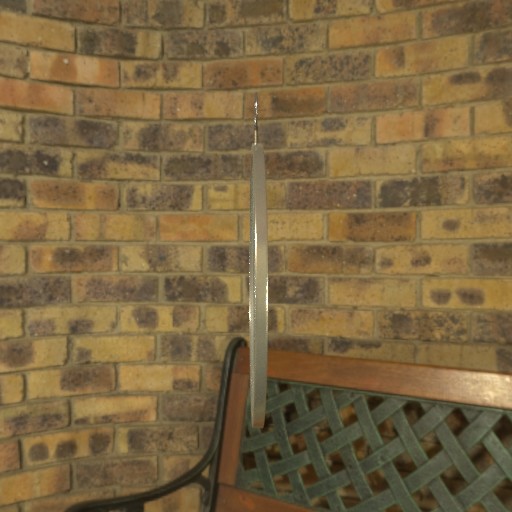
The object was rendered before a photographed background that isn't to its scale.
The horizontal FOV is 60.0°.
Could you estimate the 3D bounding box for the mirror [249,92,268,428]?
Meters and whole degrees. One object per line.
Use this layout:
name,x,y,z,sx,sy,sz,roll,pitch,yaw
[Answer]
mirror,0.000,0.000,0.973,0.020,0.713,0.594,0,0,-2
